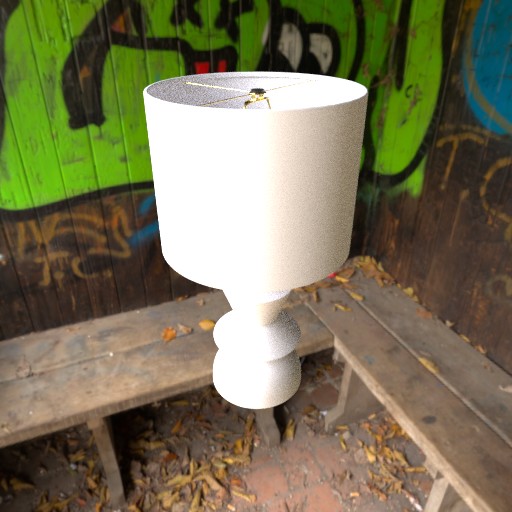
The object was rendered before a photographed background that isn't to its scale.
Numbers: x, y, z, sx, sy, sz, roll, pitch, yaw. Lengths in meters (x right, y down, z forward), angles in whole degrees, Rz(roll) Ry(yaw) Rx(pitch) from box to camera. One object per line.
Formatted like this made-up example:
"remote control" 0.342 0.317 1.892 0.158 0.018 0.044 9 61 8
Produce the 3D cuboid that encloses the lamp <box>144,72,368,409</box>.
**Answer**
"lamp" 0.000 0.000 0.739 0.301 0.533 0.301 22 36 33
